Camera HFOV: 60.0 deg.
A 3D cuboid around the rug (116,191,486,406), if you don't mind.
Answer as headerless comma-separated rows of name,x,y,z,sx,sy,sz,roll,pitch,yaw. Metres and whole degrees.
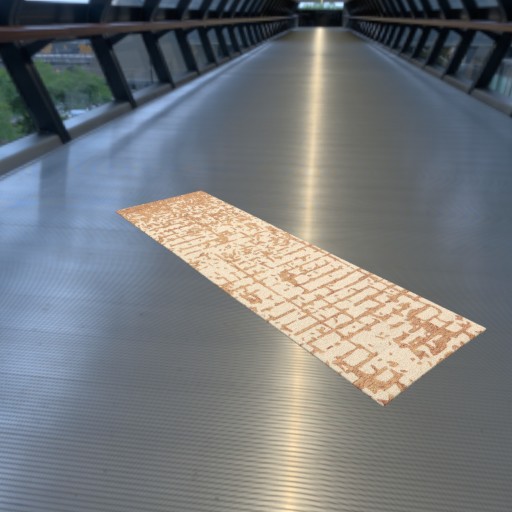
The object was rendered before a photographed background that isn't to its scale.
rug,0.000,0.000,2.657,0.750,0.011,2.435,-20,33,-33
